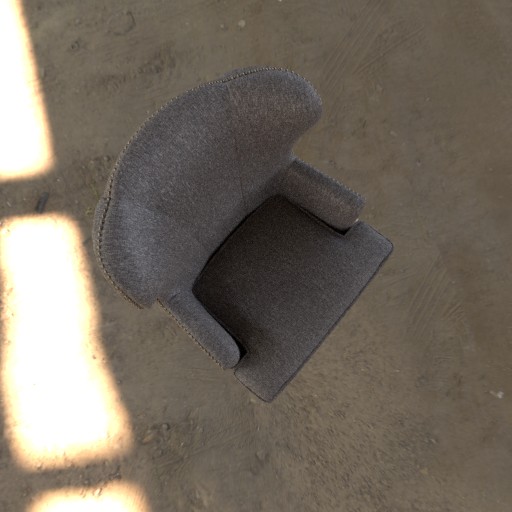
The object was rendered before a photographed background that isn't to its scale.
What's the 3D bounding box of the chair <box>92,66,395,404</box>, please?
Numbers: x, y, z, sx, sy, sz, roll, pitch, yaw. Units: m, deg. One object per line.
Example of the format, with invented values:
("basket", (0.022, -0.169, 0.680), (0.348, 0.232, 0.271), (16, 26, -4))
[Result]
("chair", (0.000, 0.000, 1.591), (0.758, 1.060, 0.759), (40, 80, 8))
